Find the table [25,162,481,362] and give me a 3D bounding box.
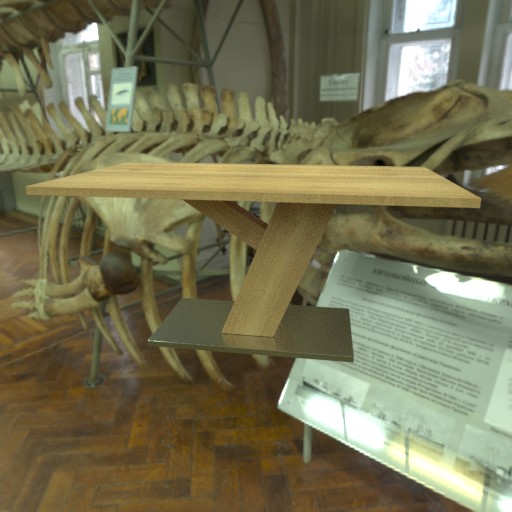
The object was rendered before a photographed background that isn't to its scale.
[{"bbox_3d":[0.000,0.000,2.072,1.600,0.750,0.900,3,18,9],"label":"table"}]
